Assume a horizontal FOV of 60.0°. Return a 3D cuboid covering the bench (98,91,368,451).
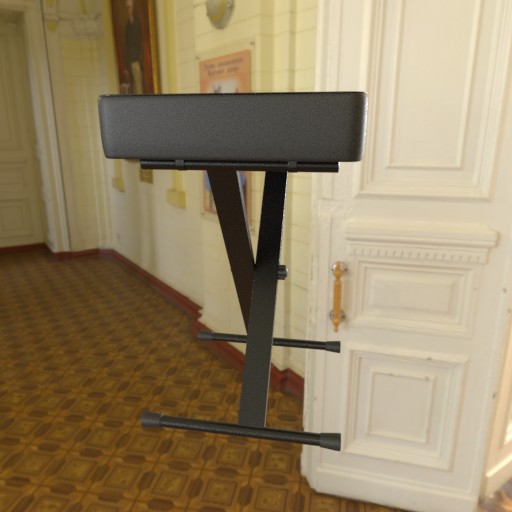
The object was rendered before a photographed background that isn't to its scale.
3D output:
[{"bbox_3d":[0.000,0.000,0.763,0.321,0.500,0.424,3,17,10],"label":"bench"}]
